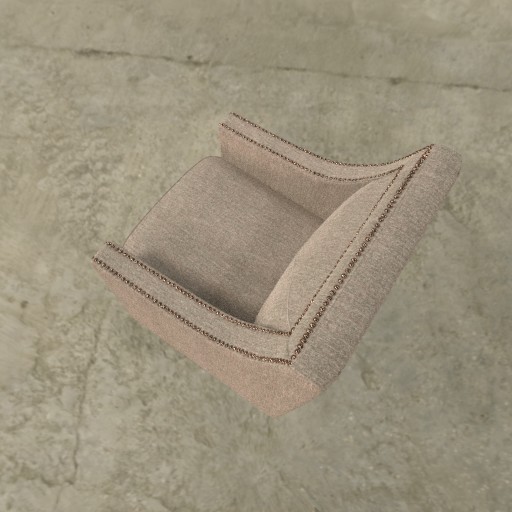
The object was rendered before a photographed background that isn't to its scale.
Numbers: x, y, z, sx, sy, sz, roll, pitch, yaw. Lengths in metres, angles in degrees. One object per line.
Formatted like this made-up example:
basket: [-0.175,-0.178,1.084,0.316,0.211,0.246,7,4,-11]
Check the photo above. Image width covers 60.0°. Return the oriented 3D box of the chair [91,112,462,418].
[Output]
chair: [0.000,0.000,1.597,0.884,0.967,0.776,32,68,15]
